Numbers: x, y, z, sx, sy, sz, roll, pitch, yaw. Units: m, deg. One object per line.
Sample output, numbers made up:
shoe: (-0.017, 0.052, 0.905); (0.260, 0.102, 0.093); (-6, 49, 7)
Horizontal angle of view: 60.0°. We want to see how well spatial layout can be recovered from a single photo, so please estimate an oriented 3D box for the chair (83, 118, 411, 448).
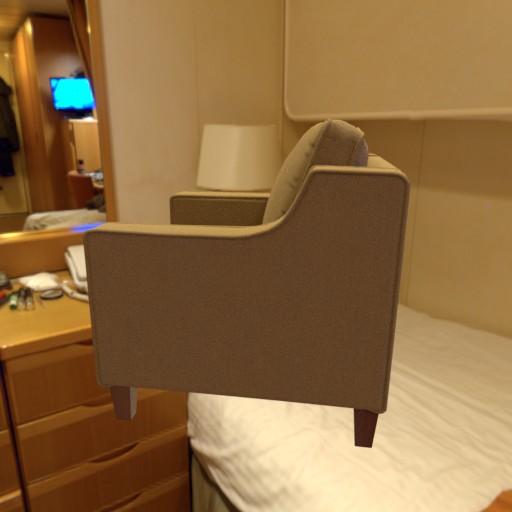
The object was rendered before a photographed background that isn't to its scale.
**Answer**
chair: (0.000, 0.000, 1.634); (0.909, 0.960, 0.831); (3, 16, 9)
